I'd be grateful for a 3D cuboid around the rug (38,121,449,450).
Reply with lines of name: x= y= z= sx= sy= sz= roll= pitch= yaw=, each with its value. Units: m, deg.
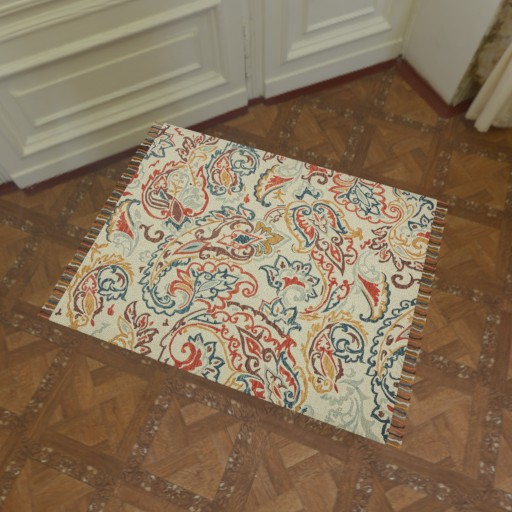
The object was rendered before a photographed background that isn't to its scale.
rug: x=0.000 y=0.000 z=4.227 sx=3.274 sy=0.015 sz=2.439 roll=18 pitch=65 yaw=9
